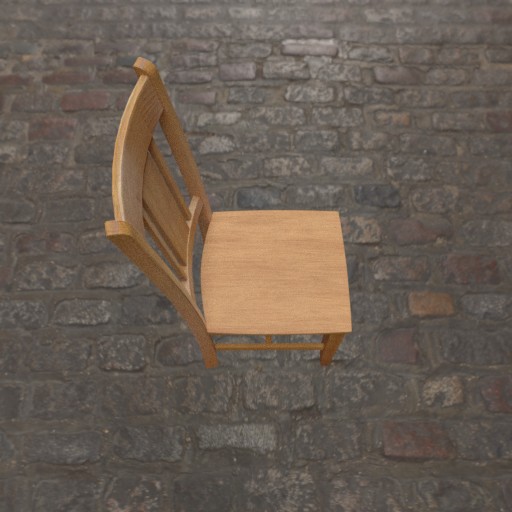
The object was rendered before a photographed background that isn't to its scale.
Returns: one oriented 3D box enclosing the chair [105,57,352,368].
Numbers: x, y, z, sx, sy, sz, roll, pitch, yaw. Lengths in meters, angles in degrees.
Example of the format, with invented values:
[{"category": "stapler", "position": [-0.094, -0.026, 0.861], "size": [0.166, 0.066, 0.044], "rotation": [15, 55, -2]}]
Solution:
[{"category": "chair", "position": [0.000, 0.000, 1.294], "size": [0.556, 0.998, 0.450], "rotation": [0, 62, 0]}]
